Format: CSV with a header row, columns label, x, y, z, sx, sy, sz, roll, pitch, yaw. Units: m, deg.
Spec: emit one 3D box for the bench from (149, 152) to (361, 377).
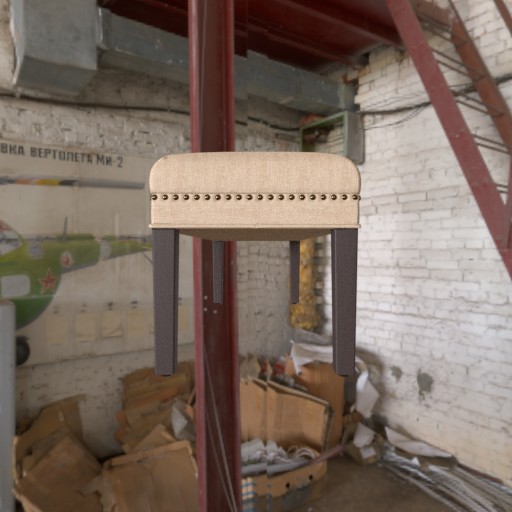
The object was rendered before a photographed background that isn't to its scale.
label,x,y,z,sx,sy,sz,roll,pitch,yaw
bench,0.000,0.000,1.456,0.410,0.457,1.219,0,1,0
